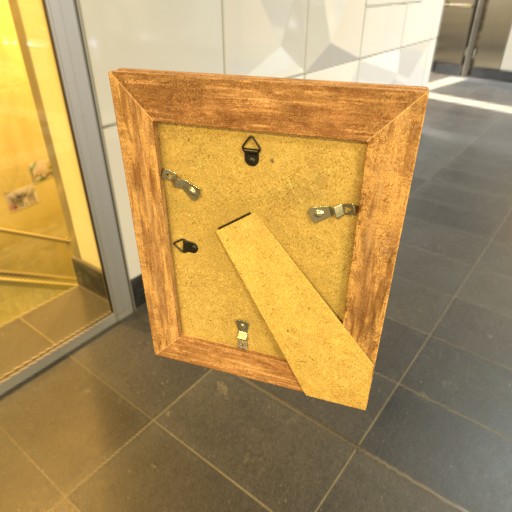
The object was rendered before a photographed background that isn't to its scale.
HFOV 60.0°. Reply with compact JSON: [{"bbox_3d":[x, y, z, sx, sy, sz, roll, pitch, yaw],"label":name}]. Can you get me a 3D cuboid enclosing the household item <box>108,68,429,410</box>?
[{"bbox_3d":[0.000,0.000,0.314,0.186,0.237,0.018,10,33,15],"label":"household item"}]
